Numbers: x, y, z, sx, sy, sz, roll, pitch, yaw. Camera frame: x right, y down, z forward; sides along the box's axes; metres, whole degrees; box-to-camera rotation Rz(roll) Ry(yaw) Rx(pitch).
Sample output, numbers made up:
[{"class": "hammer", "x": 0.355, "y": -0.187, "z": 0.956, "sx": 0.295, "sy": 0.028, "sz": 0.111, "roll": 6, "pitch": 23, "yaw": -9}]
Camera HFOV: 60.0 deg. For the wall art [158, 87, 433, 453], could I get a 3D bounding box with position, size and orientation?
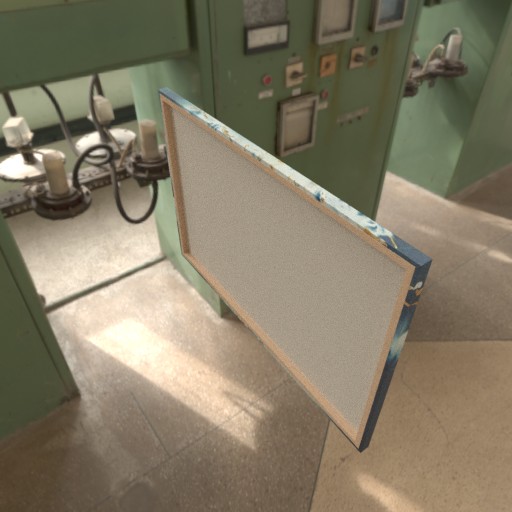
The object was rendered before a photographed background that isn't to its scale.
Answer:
[{"class": "wall art", "x": 0.000, "y": 0.000, "z": 1.454, "sx": 0.035, "sy": 0.759, "sz": 1.138, "roll": -25, "pitch": 46, "yaw": -26}]
